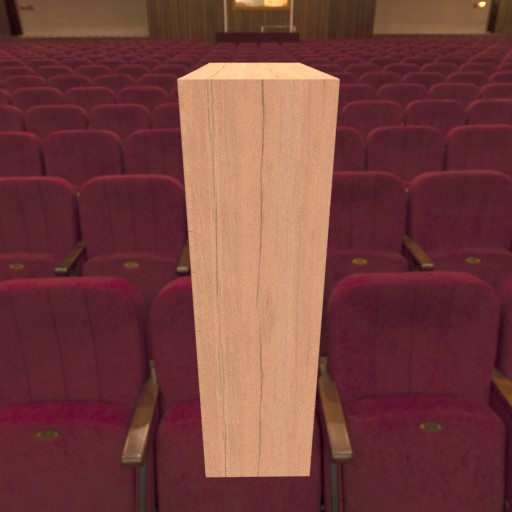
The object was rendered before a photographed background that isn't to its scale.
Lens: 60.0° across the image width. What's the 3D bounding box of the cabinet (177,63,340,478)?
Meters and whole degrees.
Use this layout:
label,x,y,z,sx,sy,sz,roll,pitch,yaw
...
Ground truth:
label,x,y,z,sx,sy,sz,roll,pitch,yaw
cabinet,0.000,0.000,2.656,0.580,2.070,1.400,0,26,-1
